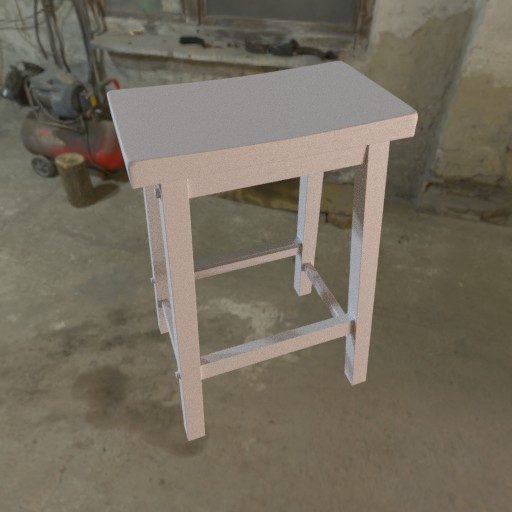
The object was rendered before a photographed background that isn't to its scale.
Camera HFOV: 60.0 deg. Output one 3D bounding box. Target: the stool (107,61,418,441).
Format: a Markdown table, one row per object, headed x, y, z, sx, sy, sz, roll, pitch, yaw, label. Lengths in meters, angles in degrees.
| x | y | z | sx | sy | sz | roll | pitch | yaw | label |
| --- | --- | --- | --- | --- | --- | --- | --- | --- | --- |
| 0.000 | 0.000 | 0.852 | 0.406 | 0.610 | 0.322 | -14 | 44 | -15 | stool |
